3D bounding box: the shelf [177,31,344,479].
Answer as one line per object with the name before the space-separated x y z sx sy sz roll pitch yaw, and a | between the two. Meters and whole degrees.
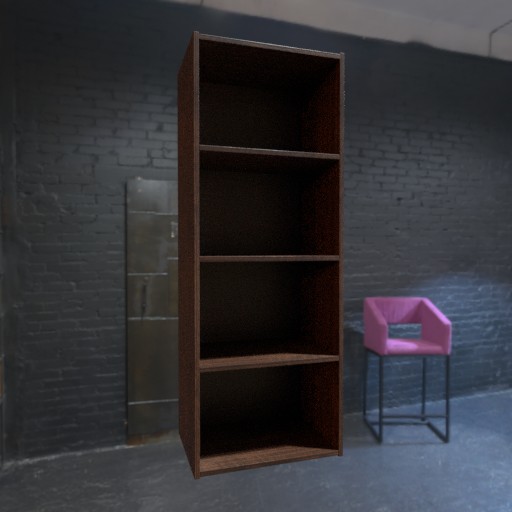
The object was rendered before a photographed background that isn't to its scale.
shelf | 0.000 0.000 1.285 0.415 1.099 0.290 0 1 -18
